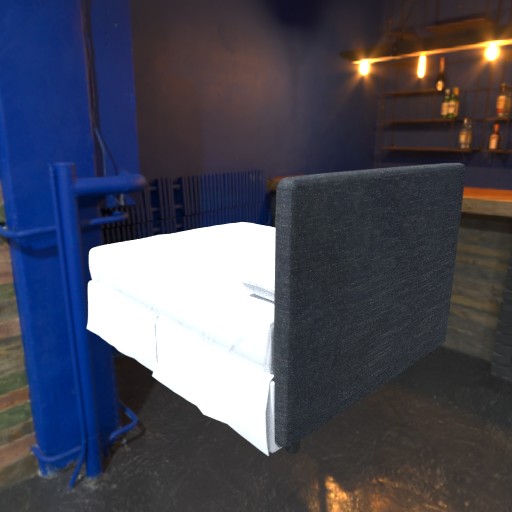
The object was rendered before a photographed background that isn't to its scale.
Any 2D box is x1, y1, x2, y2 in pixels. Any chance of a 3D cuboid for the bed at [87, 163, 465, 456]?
[{"bbox_3d":[0.000,0.000,3.160,1.723,1.330,2.142,-13,20,-41],"label":"bed"}]
